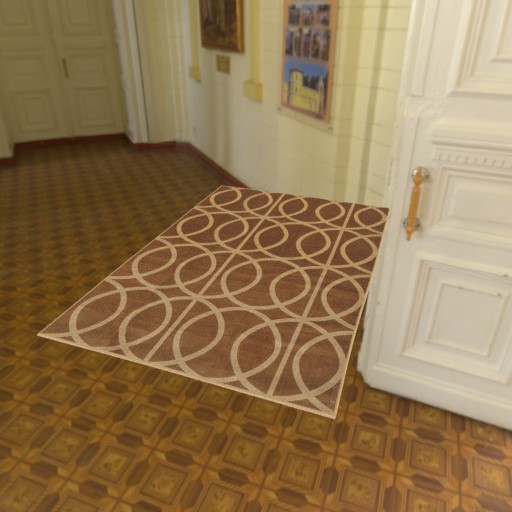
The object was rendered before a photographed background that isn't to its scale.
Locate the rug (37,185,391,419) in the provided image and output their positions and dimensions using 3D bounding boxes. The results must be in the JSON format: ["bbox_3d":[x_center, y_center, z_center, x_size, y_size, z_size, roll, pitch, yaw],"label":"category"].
[{"bbox_3d":[0.000,0.000,2.943,1.528,0.014,2.294,10,31,17],"label":"rug"}]
